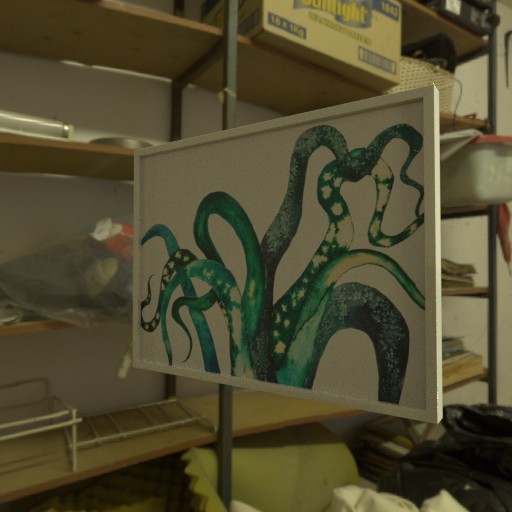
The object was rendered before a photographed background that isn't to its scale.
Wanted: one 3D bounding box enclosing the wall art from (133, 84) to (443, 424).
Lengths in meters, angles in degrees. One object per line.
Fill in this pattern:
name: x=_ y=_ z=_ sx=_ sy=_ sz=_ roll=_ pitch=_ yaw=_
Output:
wall art: x=0.000 y=0.000 z=1.339 sx=1.041 sy=0.787 sz=0.053 roll=-1 pitch=-2 yaw=34
